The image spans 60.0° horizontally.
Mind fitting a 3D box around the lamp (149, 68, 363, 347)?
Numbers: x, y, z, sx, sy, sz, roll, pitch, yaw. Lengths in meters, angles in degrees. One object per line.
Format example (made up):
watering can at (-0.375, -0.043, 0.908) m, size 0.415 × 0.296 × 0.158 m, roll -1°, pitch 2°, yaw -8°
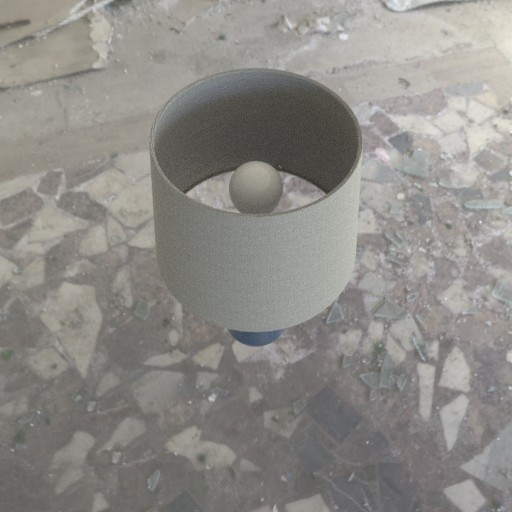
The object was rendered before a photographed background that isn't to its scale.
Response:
lamp at (0.000, 0.000, 0.596) m, size 0.253 × 0.428 × 0.253 m, roll 0°, pitch 57°, yaw 0°
